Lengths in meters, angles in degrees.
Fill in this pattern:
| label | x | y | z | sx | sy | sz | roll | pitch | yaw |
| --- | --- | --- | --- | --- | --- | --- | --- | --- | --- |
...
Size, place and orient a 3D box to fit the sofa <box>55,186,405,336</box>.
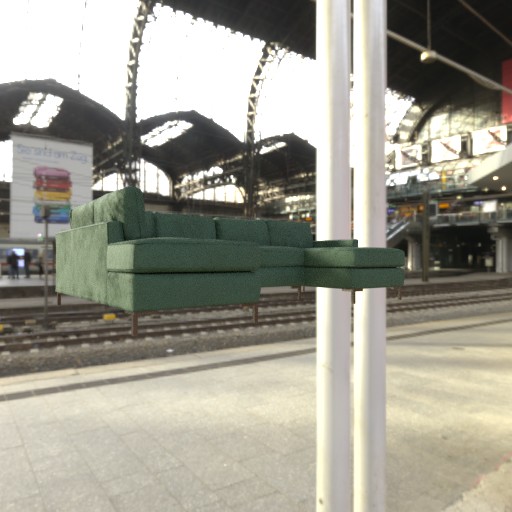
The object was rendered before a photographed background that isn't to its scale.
| label | x | y | z | sx | sy | sz | roll | pitch | yaw |
| --- | --- | --- | --- | --- | --- | --- | --- | --- | --- |
| sofa | 0.000 | 0.000 | 3.929 | 2.994 | 0.861 | 1.992 | 0 | -1 | -36 |
